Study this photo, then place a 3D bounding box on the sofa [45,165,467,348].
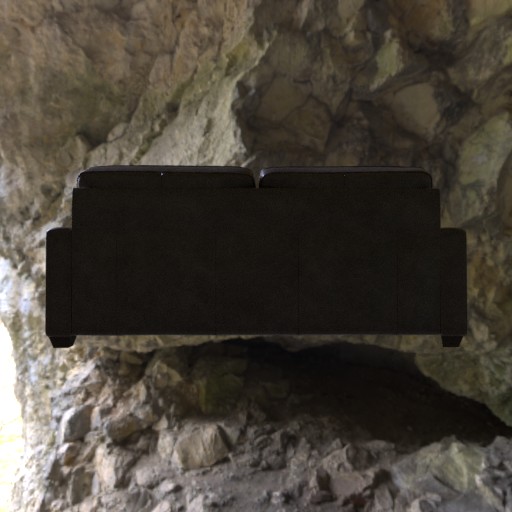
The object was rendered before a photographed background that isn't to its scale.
[{"bbox_3d":[0.000,0.000,2.609,2.081,0.916,0.939,0,-1,-1],"label":"sofa"}]
